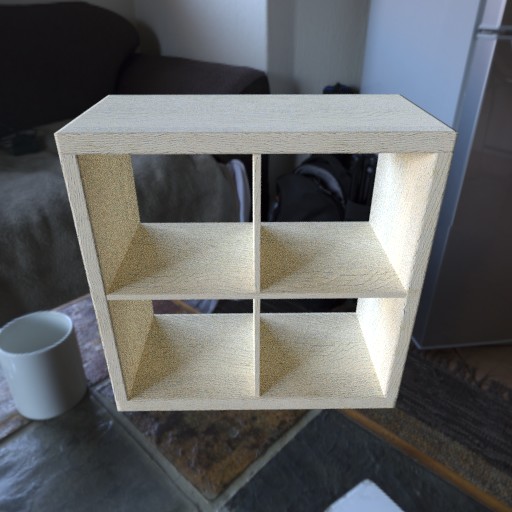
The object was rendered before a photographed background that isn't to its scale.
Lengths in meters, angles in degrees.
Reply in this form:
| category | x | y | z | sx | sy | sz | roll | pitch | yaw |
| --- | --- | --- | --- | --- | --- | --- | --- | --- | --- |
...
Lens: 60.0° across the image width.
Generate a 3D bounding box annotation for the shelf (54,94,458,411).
| category | x | y | z | sx | sy | sz | roll | pitch | yaw |
| --- | --- | --- | --- | --- | --- | --- | --- | --- | --- |
| shelf | 0.000 | 0.000 | 1.233 | 0.790 | 0.786 | 0.390 | 0 | 30 | -1 |
